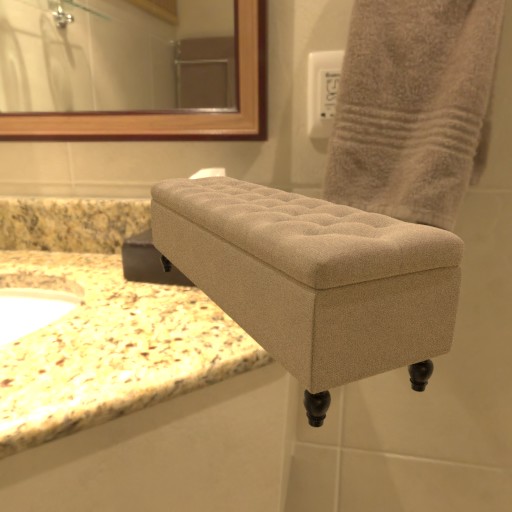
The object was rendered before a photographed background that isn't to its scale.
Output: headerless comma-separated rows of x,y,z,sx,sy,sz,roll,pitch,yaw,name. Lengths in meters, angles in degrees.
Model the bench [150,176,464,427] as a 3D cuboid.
0.000,0.000,1.691,0.455,0.467,1.480,-8,18,-25,bench
